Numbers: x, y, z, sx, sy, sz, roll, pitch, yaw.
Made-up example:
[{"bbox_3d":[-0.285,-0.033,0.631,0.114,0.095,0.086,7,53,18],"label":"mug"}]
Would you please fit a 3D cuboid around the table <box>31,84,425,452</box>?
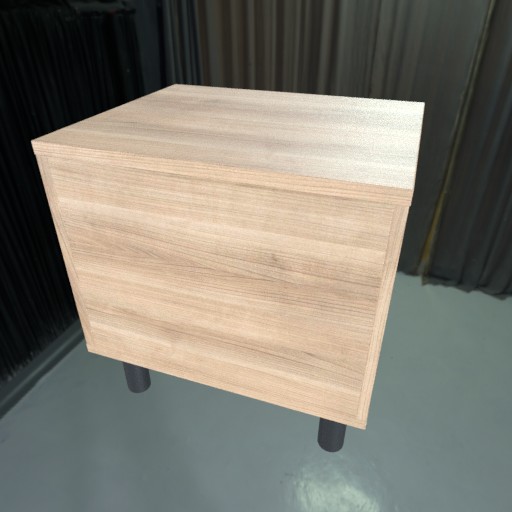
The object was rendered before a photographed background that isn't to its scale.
[{"bbox_3d":[0.000,0.000,0.748,0.445,0.460,0.380,11,33,16],"label":"table"}]
